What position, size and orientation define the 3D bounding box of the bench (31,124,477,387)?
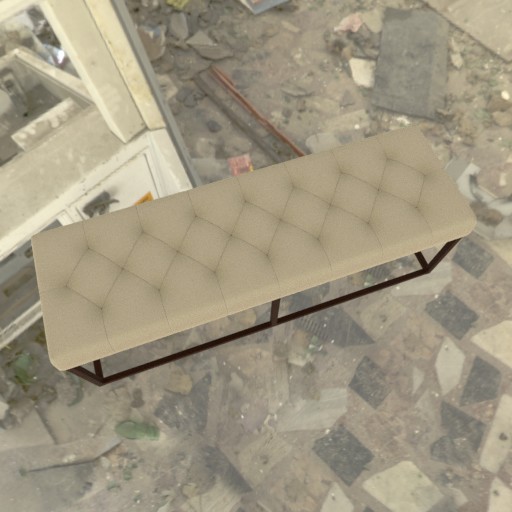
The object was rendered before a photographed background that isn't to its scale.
[{"bbox_3d":[0.000,0.000,1.711,1.488,0.488,0.479,-18,66,-8],"label":"bench"}]
